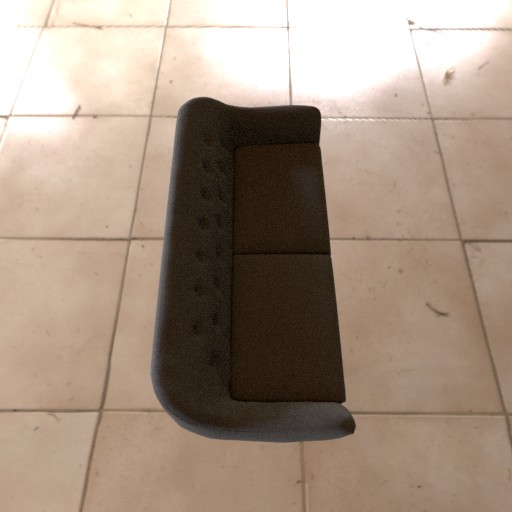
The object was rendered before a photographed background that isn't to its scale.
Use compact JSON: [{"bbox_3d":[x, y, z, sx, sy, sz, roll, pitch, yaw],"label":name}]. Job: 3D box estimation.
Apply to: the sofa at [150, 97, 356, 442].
[{"bbox_3d":[0.000,0.000,2.336,0.820,0.820,1.840,0,62,0],"label":"sofa"}]
